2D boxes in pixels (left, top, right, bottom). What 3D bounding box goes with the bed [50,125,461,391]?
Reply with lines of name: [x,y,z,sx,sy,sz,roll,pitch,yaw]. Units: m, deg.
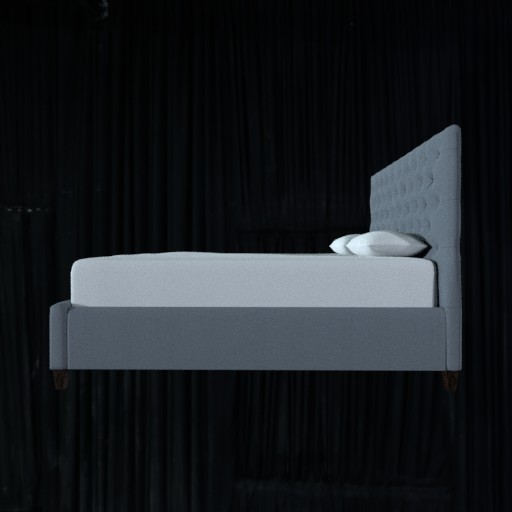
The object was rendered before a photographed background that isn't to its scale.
bed: [0.000,0.000,3.205,2.231,1.427,1.698,0,1,1]
